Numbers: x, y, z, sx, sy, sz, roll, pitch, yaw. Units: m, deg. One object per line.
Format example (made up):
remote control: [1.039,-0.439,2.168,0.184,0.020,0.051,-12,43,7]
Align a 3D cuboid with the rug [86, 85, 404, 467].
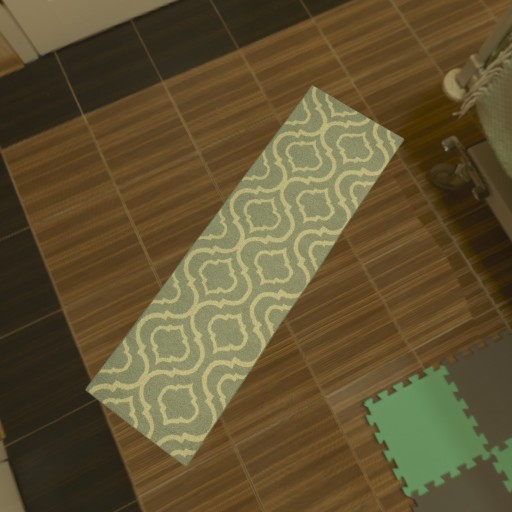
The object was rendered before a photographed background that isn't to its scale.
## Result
rug: [0.000,0.000,2.570,0.684,0.009,2.275,34,78,8]
